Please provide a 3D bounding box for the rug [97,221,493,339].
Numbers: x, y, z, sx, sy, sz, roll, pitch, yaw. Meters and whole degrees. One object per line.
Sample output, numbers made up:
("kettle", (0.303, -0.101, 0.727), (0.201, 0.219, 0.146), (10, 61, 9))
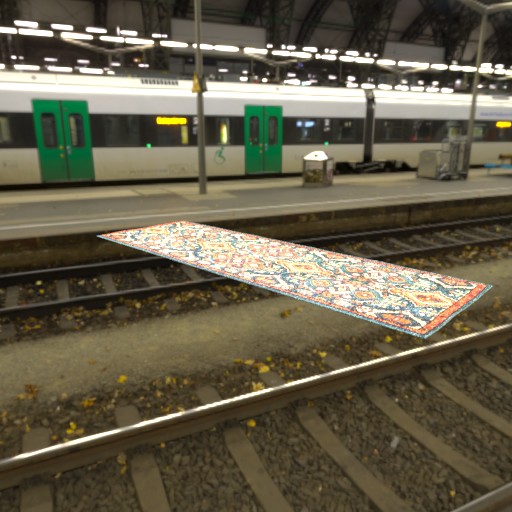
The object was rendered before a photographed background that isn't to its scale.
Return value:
("rug", (0.000, 0.000, 2.702), (2.459, 0.010, 0.801), (14, 21, 41))
